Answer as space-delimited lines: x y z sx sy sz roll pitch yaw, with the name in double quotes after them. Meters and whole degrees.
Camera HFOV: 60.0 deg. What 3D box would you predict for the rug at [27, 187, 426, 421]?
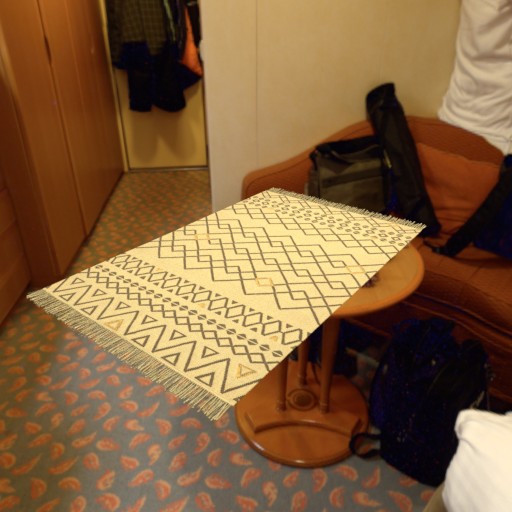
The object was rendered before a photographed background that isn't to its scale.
0.000 0.000 3.020 1.495 0.035 2.472 20 33 33 "rug"
